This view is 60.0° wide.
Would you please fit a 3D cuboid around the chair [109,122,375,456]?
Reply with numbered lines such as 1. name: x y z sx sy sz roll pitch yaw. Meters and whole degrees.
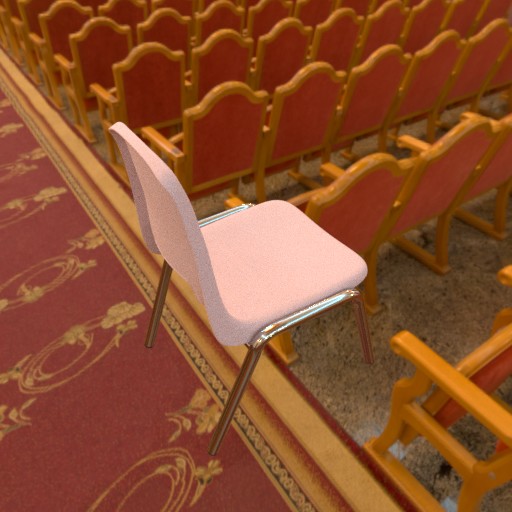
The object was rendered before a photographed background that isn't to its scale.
1. chair: 0.000 0.000 0.848 0.423 0.586 0.354 -23 45 -25
